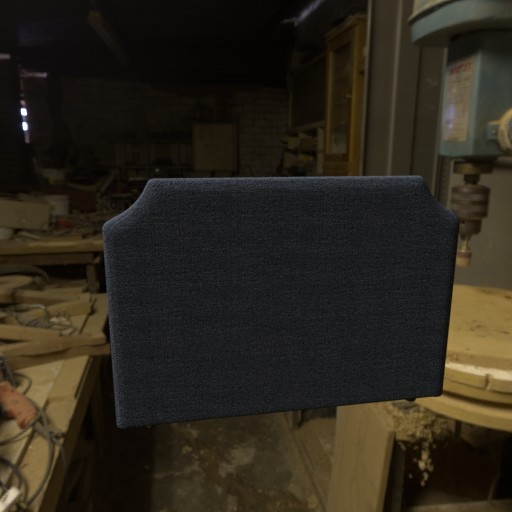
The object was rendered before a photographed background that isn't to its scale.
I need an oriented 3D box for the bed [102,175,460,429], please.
[{"bbox_3d":[0.000,0.000,3.316,1.828,1.297,2.208,-2,14,-10],"label":"bed"}]
